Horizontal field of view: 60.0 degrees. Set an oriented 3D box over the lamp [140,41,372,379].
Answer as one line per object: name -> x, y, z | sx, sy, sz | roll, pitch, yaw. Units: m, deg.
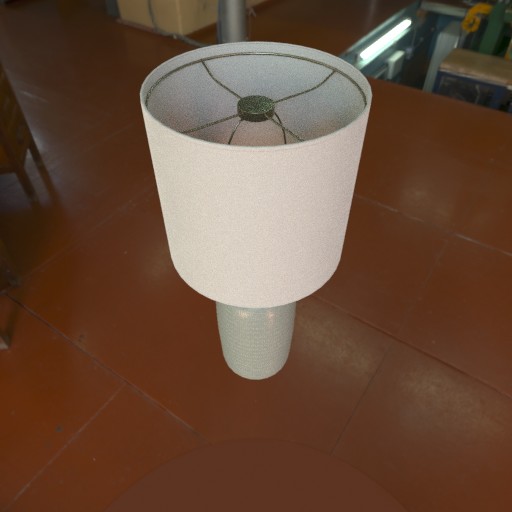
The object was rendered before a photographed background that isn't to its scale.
lamp -> 0.000, 0.000, 0.598 | 0.220, 0.475, 0.220 | -16, 48, -15
